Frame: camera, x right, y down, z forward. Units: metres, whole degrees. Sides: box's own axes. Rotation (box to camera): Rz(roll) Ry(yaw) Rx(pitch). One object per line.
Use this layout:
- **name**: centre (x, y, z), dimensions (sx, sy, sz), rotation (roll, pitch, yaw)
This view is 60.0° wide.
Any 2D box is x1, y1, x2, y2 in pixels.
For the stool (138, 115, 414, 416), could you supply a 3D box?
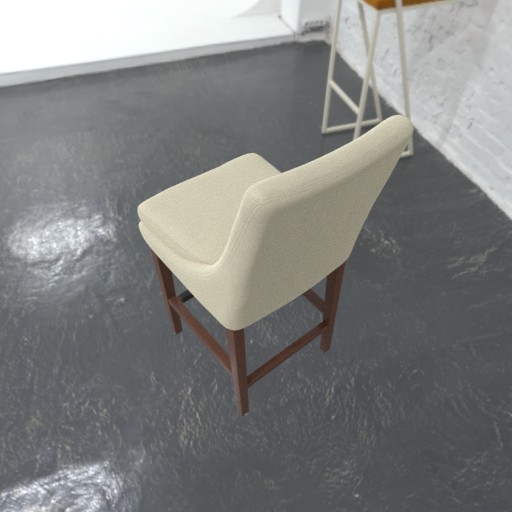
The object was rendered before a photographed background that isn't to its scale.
- **stool**: centre (0.000, 0.000, 1.308), dimensions (0.470, 0.981, 0.577), rotation (-30, 54, -25)
